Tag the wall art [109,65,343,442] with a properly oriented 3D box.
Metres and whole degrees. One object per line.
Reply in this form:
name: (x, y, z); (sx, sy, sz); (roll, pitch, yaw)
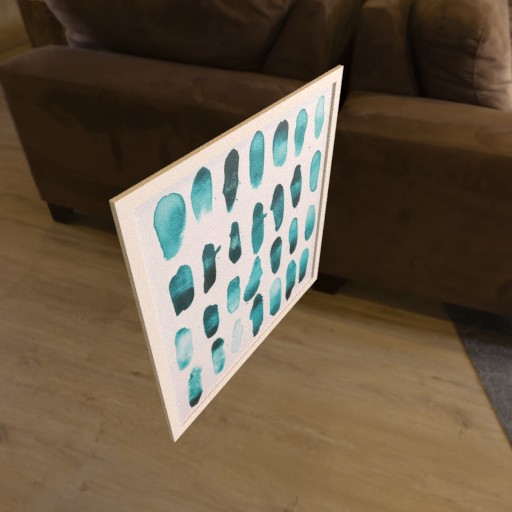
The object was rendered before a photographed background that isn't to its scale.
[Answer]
wall art: (0.000, 0.000, 0.850); (0.009, 0.559, 0.558); (25, 47, 26)
